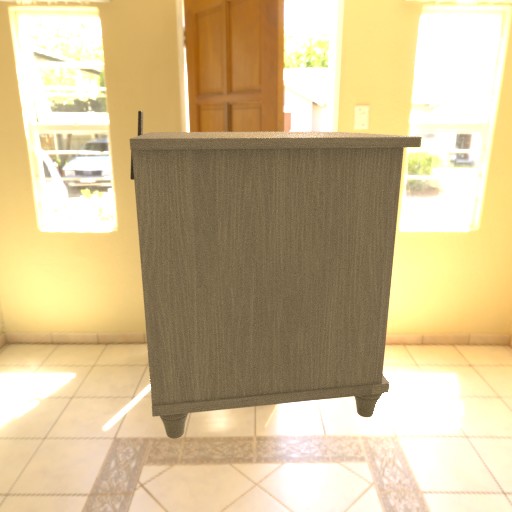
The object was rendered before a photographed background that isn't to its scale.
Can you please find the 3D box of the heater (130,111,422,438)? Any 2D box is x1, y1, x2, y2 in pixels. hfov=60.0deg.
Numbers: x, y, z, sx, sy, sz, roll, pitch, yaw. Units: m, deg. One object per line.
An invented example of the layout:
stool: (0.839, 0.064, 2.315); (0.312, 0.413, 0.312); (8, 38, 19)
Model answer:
heater: (0.000, 0.000, 0.775); (0.400, 0.481, 0.362); (-3, 17, -9)
